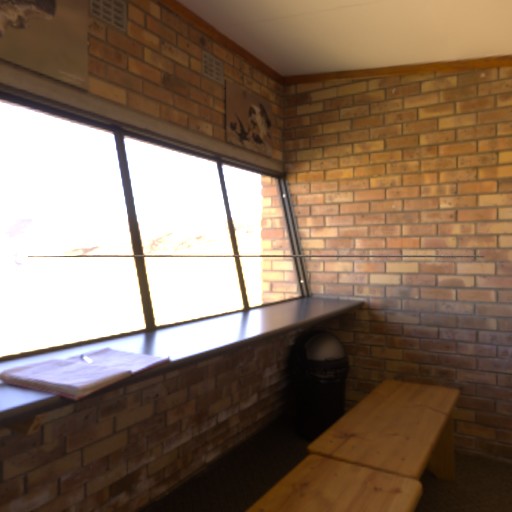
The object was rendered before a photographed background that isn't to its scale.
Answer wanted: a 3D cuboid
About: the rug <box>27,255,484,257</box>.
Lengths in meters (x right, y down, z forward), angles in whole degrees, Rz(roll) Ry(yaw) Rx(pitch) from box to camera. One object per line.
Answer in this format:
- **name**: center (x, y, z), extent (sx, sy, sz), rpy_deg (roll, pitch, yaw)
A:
- **rug**: center (0.000, 0.000, 2.539), extent (2.275, 0.009, 0.684), rpy_deg (0, 1, 0)
